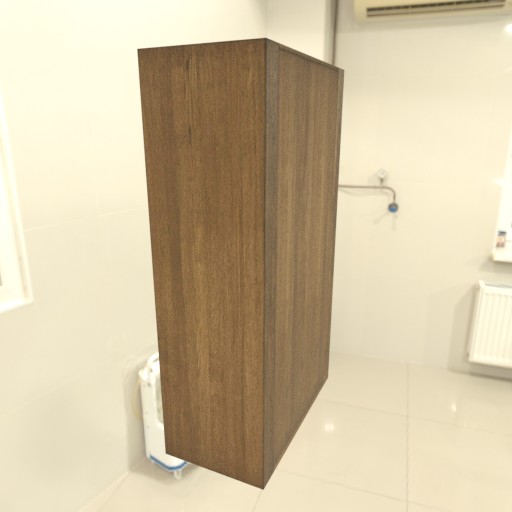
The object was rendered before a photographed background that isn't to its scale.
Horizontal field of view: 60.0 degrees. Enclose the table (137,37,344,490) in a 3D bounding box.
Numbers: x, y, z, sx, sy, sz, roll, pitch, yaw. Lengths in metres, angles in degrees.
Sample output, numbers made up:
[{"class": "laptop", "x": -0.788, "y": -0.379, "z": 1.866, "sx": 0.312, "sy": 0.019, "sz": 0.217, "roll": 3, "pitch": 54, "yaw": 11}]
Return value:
[{"class": "table", "x": 0.000, "y": 0.000, "z": 2.466, "sx": 0.600, "sy": 2.000, "sz": 1.100, "roll": 8, "pitch": 18, "yaw": 24}]
